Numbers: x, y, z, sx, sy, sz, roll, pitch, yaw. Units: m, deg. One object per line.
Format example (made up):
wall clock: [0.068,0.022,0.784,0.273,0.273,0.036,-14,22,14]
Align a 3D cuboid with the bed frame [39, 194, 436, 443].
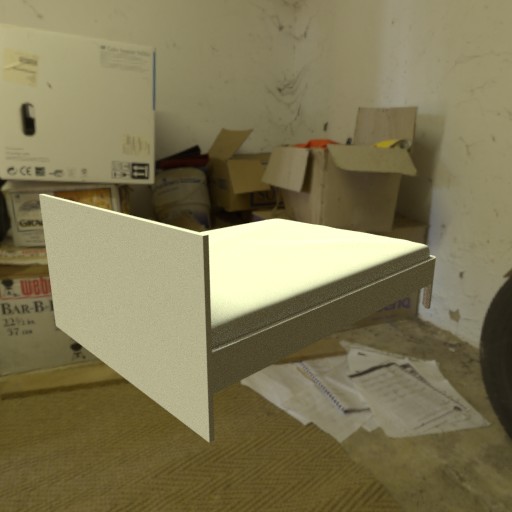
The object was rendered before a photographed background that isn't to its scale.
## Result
bed frame: [0.000,0.000,2.739,1.950,0.800,1.490,-14,21,-42]
